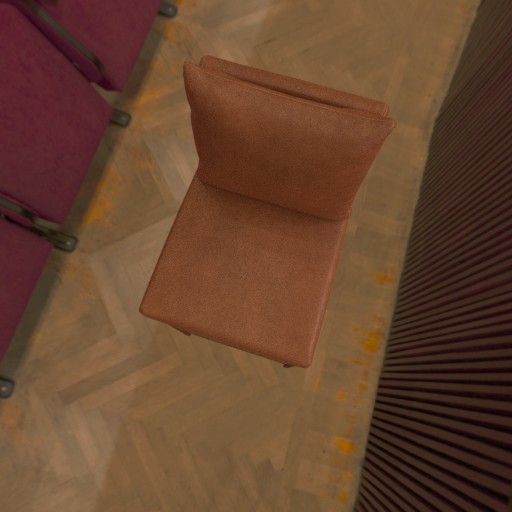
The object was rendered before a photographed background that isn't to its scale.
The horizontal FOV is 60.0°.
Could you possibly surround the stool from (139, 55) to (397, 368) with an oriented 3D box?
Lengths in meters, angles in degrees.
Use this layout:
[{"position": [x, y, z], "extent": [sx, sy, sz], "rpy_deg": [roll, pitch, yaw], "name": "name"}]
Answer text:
[{"position": [0.000, 0.000, 1.362], "extent": [0.463, 1.124, 0.571], "rpy_deg": [17, 76, 5], "name": "stool"}]
